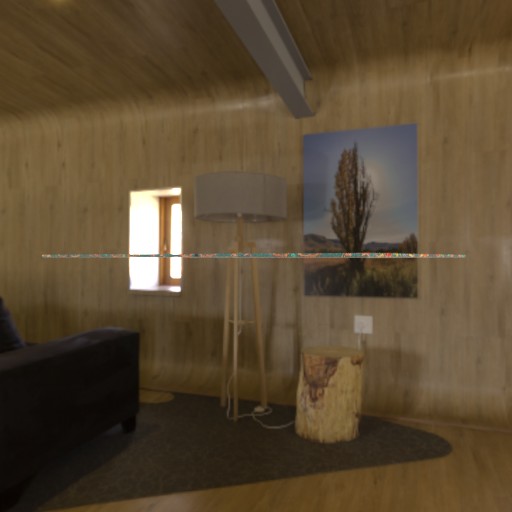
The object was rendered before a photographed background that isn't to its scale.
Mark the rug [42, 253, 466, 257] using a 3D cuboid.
[{"bbox_3d":[0.000,0.000,4.190,3.204,0.025,2.434,0,0,36],"label":"rug"}]
